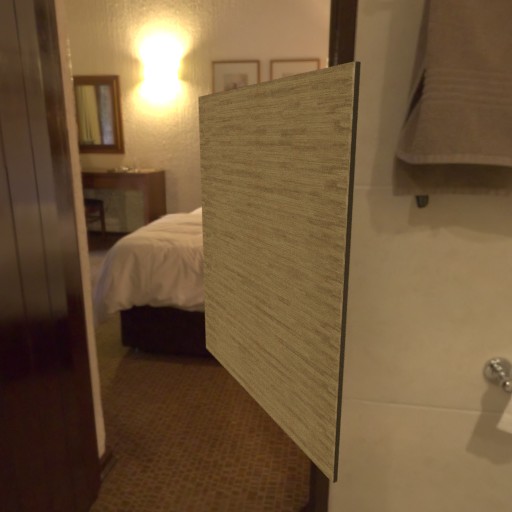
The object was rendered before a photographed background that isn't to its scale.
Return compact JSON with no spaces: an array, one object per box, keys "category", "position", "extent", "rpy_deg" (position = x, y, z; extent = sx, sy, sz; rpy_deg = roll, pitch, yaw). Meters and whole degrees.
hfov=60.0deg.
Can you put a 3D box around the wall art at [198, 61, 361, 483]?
[{"category":"wall art","position":[0.000,0.000,0.769],"extent":[0.009,0.559,0.483],"rpy_deg":[-8,17,-27]}]
